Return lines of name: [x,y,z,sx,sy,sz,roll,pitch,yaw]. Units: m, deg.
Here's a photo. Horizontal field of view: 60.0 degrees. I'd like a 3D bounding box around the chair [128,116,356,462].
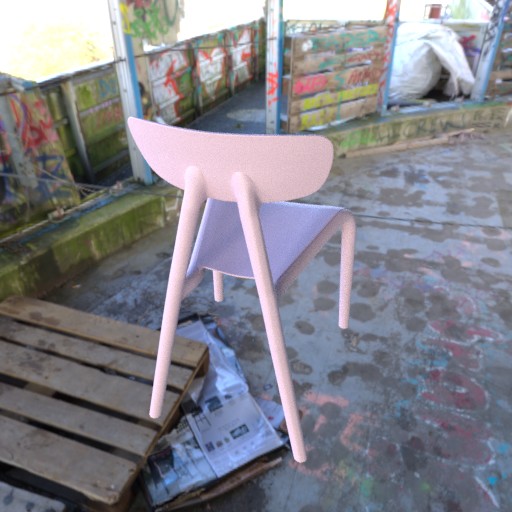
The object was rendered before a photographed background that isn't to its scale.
chair: [0.000,0.000,0.836,0.356,0.580,0.401,10,34,15]
